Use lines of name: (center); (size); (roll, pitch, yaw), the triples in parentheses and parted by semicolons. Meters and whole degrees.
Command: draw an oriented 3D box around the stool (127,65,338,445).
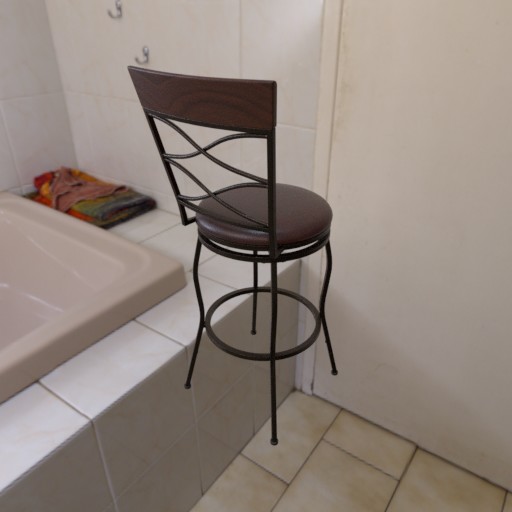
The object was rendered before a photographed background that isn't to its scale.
stool: (0.000, 0.000, 1.414); (0.448, 1.130, 0.513); (21, 35, 33)
